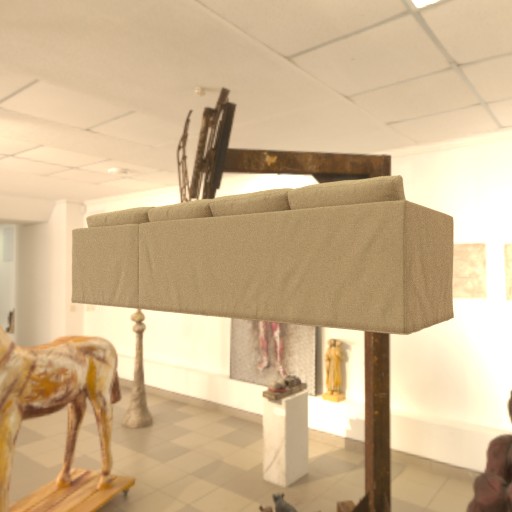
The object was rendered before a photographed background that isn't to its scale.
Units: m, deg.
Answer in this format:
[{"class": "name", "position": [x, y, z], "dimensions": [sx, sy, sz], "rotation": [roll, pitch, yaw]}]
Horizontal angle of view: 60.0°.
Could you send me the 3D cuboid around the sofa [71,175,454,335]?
[{"class": "sofa", "position": [0.000, 0.000, 3.838], "dimensions": [3.177, 0.867, 1.622], "rotation": [-1, -1, 38]}]
